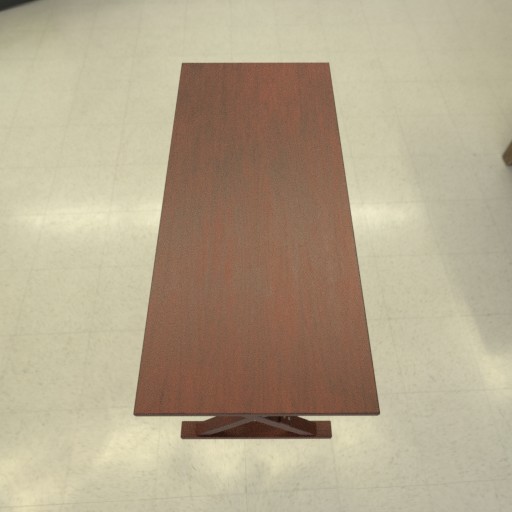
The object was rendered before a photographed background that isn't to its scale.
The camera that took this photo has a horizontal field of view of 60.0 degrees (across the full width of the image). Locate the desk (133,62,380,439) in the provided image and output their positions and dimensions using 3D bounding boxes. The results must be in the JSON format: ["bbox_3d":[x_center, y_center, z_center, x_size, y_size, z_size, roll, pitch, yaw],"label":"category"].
[{"bbox_3d":[0.000,0.000,1.754,0.600,0.761,1.372,0,58,0],"label":"desk"}]
